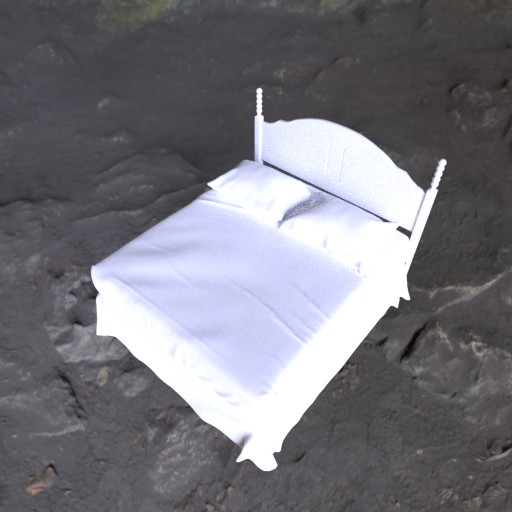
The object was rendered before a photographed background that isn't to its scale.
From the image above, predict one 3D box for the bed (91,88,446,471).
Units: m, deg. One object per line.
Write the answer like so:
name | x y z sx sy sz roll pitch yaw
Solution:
bed | 0.000 0.000 3.260 1.873 1.356 2.040 32 54 27
